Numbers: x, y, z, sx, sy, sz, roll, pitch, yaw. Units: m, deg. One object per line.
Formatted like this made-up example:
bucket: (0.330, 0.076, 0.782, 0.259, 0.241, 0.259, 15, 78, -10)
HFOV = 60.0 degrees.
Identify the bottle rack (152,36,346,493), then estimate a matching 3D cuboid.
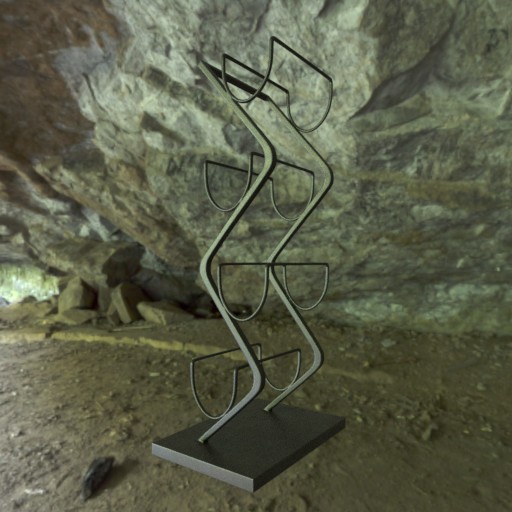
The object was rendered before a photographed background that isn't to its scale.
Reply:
bottle rack: (0.000, 0.000, 0.676, 0.178, 0.559, 0.254, -1, -1, 36)
